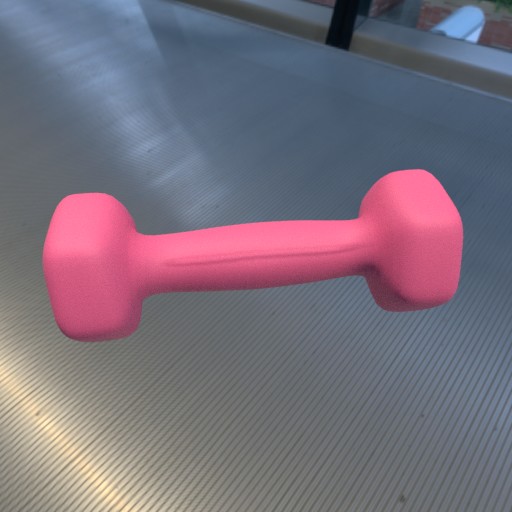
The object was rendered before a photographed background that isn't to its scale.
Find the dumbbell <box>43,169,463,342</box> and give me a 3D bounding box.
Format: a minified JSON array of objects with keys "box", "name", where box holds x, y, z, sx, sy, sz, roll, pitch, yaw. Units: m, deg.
[{"box":[0.000,0.000,0.170,0.146,0.053,0.058,-5,48,-4],"name":"dumbbell"}]
